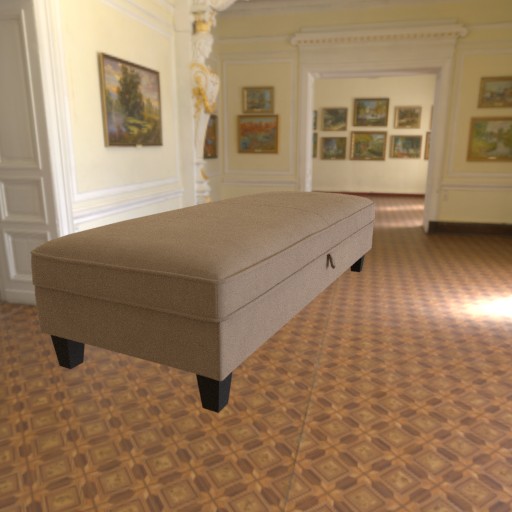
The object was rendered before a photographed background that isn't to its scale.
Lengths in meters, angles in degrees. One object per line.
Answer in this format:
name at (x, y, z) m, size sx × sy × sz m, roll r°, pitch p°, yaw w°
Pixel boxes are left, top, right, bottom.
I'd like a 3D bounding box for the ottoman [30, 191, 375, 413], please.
ottoman at (0.000, 0.000, 1.967) m, size 0.735 × 0.460 × 1.726 m, roll 7°, pitch 16°, yaw 26°
